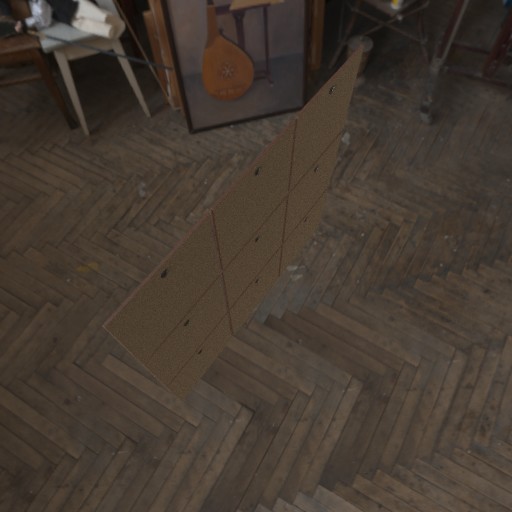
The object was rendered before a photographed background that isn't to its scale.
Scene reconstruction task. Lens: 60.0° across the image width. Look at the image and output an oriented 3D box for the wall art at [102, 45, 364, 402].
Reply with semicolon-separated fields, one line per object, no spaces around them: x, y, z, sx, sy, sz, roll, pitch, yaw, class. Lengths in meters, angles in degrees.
0.000;0.000;2.290;0.019;1.532;1.533;34;68;15;wall art
